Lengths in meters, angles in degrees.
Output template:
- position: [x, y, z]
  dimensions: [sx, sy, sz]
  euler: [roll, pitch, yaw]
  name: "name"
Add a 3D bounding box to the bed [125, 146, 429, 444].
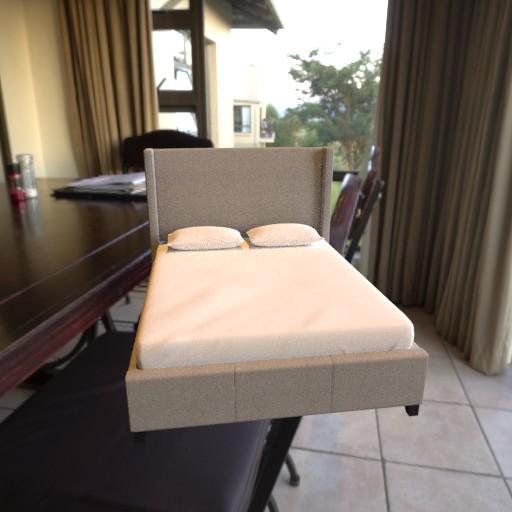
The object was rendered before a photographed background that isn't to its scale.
- position: [0.000, 0.000, 3.450]
  dimensions: [1.774, 1.491, 2.222]
  euler: [-3, 18, -8]
  name: "bed"
